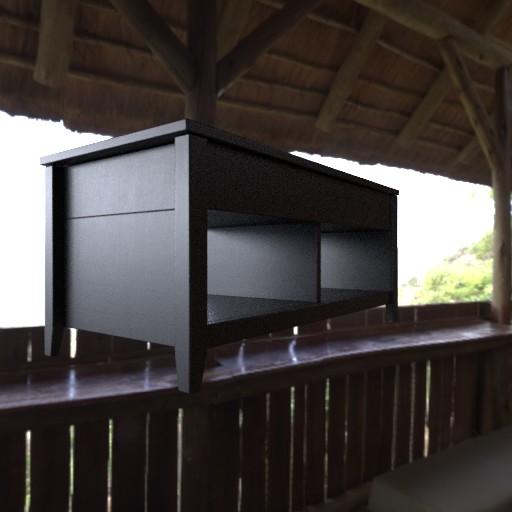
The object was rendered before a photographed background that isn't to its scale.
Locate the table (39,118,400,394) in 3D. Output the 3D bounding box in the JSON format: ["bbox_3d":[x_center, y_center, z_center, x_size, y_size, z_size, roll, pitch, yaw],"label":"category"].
[{"bbox_3d":[0.000,0.000,1.277,0.483,0.457,1.016,0,0,37],"label":"table"}]
